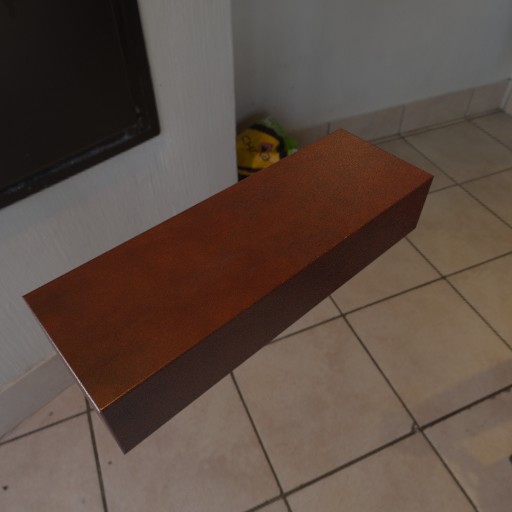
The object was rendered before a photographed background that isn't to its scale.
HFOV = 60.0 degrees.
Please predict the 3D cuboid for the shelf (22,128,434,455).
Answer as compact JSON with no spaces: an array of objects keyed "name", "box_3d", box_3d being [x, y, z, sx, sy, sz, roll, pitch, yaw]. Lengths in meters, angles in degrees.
[{"name":"shelf","box_3d":[0.000,0.000,0.516,0.457,0.088,0.152,-33,54,-27]}]
